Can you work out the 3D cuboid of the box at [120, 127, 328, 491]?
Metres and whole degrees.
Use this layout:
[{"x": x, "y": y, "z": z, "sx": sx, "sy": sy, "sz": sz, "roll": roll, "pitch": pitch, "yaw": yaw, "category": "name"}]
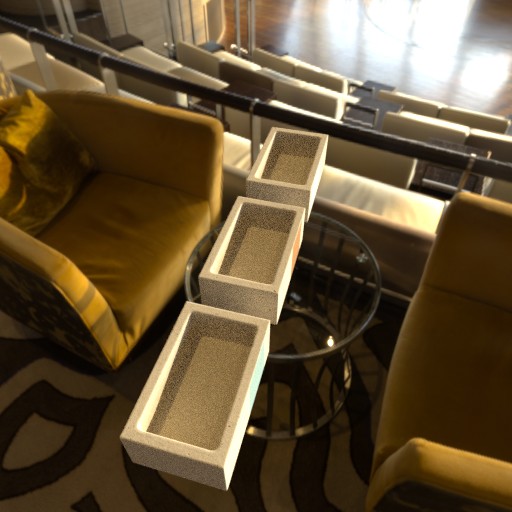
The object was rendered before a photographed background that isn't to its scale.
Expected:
[{"x": 0.000, "y": 0.000, "z": 0.492, "sx": 0.082, "sy": 0.051, "sz": 0.461, "roll": 11, "pitch": 47, "yaw": 11, "category": "box"}]
